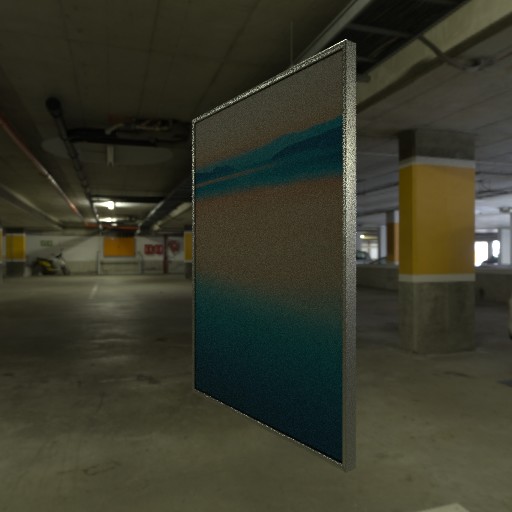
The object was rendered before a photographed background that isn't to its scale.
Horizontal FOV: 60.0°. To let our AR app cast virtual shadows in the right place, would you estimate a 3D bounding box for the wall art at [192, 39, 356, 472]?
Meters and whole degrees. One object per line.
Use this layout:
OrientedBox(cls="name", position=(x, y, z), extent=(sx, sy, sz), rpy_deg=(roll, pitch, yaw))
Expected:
OrientedBox(cls="wall art", position=(0.000, 0.000, 1.418), extent=(0.037, 1.062, 0.801), rpy_deg=(0, 0, -36))
